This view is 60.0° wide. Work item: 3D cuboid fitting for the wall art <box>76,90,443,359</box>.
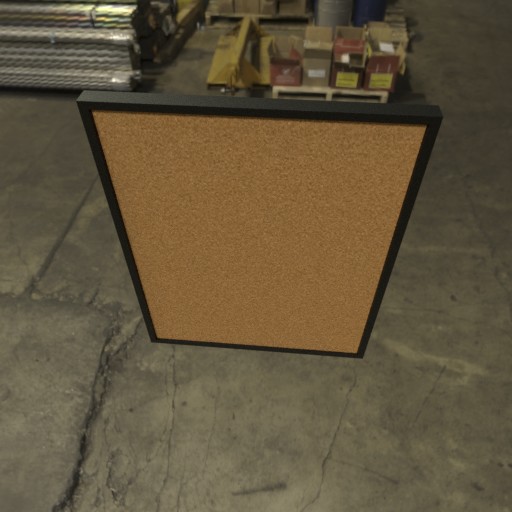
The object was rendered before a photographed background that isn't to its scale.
[{"bbox_3d":[0.000,0.000,0.761,0.457,0.559,0.029,4,46,4],"label":"wall art"}]
